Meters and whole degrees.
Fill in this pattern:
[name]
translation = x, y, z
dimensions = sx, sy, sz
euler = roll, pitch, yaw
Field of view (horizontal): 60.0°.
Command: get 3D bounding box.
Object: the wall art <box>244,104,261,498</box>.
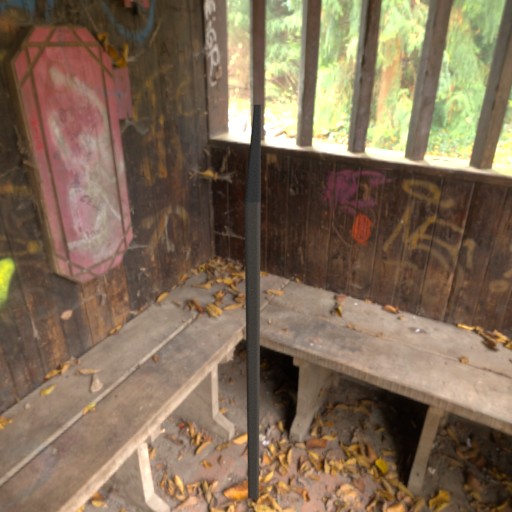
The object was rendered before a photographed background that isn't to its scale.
[wall art]
translation = 0.000, 0.000, 1.210
dimensions = 0.026, 0.656, 0.958
euler = 0, 27, 1
